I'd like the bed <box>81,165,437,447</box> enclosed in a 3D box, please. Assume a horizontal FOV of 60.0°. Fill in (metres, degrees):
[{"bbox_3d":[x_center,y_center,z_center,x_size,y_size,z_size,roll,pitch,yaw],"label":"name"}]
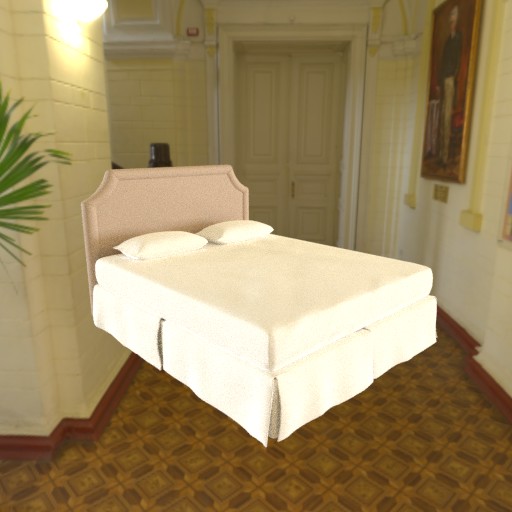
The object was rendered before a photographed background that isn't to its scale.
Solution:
[{"bbox_3d":[0.000,0.000,4.289,2.350,1.590,2.773,-13,19,-42],"label":"bed"}]
